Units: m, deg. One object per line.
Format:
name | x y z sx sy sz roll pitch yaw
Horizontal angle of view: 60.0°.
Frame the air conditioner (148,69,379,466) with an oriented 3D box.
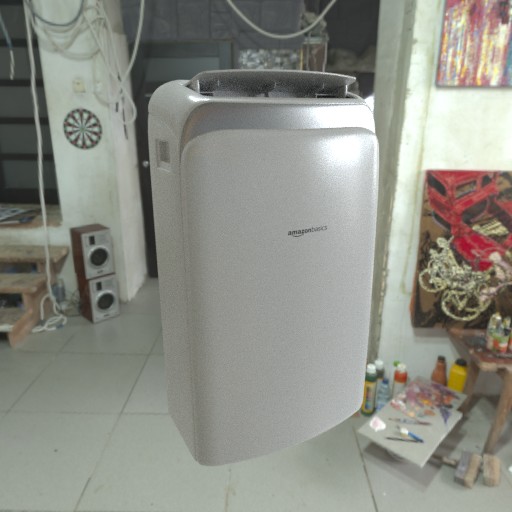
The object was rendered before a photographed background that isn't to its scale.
air conditioner | 0.000 0.000 1.039 0.449 0.786 0.414 -10 20 -27
